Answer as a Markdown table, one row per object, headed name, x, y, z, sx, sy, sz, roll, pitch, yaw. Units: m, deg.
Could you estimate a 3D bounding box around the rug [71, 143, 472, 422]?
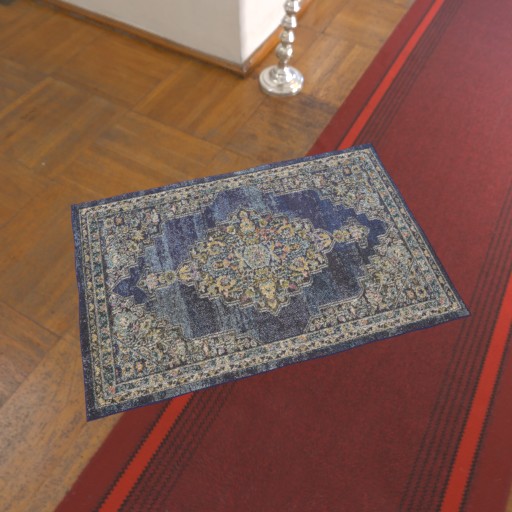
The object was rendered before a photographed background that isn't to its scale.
| name | x | y | z | sx | sy | sz | roll | pitch | yaw |
| --- | --- | --- | --- | --- | --- | --- | --- | --- | --- |
| rug | 0.000 | 0.000 | 2.251 | 1.781 | 0.012 | 1.184 | -13 | 59 | -8 |
